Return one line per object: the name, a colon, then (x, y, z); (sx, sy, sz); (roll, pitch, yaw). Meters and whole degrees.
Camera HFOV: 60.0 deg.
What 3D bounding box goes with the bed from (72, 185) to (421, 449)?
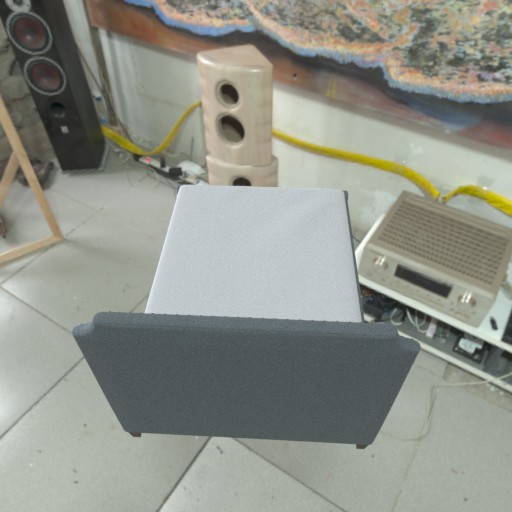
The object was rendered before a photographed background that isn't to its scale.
bed: (0.000, 0.000, 3.374); (1.712, 1.443, 2.372); (2, 46, 2)
